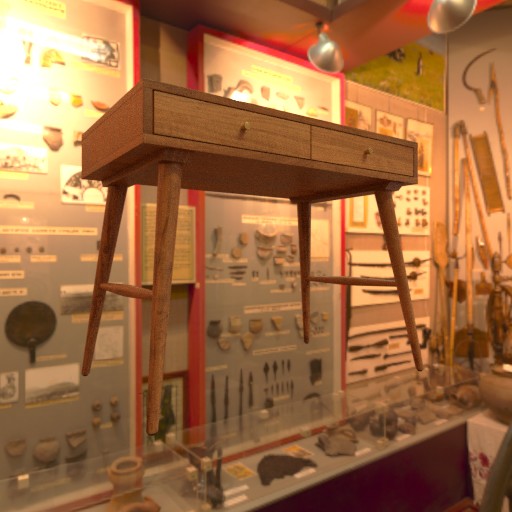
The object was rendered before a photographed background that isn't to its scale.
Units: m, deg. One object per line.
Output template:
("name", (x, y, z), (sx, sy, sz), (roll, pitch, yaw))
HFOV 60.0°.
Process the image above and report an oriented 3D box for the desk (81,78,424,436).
("desk", (0.000, 0.000, 1.431), (0.949, 0.758, 0.588), (0, 0, -35))
